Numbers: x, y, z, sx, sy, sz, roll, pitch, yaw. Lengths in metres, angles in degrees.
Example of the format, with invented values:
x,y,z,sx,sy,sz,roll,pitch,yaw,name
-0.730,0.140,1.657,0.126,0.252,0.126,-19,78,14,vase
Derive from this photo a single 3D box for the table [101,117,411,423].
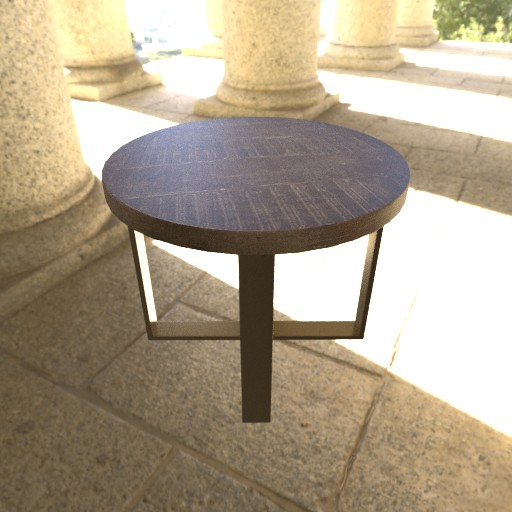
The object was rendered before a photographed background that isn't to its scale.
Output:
x,y,z,sx,sy,sz,roll,pitch,yaw,name
0.000,0.000,0.950,0.557,0.437,0.557,0,33,0,table
